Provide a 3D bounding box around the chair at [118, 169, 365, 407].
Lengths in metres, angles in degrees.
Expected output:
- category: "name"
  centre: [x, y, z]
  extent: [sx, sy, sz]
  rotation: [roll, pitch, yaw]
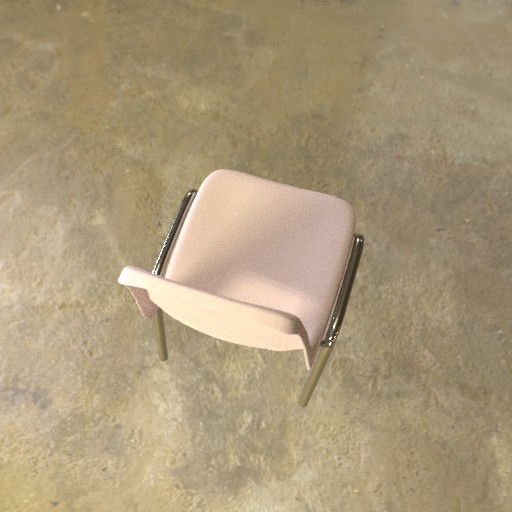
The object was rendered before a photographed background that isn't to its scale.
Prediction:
- category: "chair"
  centre: [0.000, 0.000, 0.764]
  extent: [0.354, 0.537, 0.385]
  rotation: [16, 65, 8]
